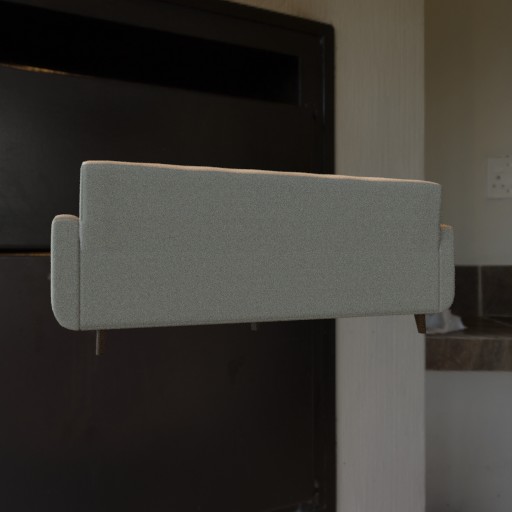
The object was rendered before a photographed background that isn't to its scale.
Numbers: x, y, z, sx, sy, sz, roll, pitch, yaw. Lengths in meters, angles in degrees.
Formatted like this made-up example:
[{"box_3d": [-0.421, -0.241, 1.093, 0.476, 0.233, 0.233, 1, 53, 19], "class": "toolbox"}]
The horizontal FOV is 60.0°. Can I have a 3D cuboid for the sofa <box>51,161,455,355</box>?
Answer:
[{"box_3d": [0.000, 0.000, 2.642, 2.137, 0.892, 0.980, 0, 0, -18], "class": "sofa"}]
